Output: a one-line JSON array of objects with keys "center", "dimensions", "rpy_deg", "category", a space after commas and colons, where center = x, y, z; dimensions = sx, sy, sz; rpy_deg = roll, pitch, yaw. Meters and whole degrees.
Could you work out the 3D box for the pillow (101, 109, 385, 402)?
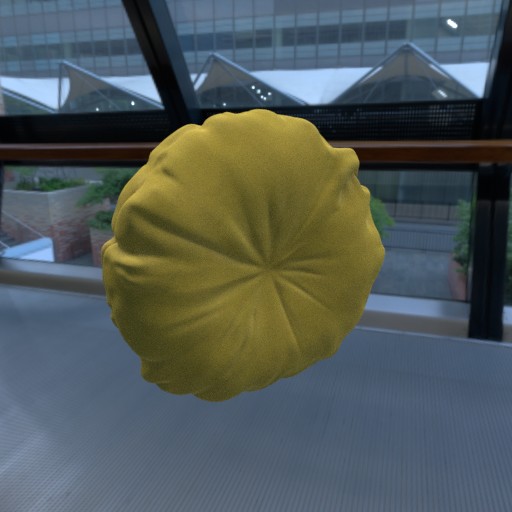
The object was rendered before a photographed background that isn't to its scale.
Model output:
[{"center": [0.000, 0.000, 0.649], "dimensions": [0.428, 0.407, 0.148], "rpy_deg": [-8, 18, -26], "category": "pillow"}]
